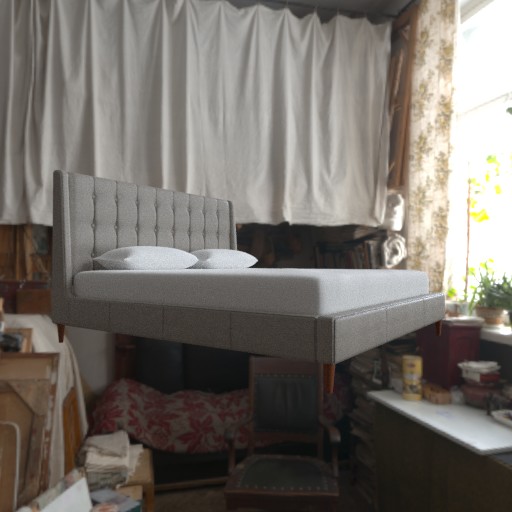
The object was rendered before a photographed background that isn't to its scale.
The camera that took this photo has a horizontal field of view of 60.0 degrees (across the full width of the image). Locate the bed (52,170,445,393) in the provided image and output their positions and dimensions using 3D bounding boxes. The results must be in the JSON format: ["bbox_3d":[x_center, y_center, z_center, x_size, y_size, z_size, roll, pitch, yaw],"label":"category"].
[{"bbox_3d":[0.000,0.000,3.480,2.342,1.289,2.062,-1,-1,36],"label":"bed"}]
